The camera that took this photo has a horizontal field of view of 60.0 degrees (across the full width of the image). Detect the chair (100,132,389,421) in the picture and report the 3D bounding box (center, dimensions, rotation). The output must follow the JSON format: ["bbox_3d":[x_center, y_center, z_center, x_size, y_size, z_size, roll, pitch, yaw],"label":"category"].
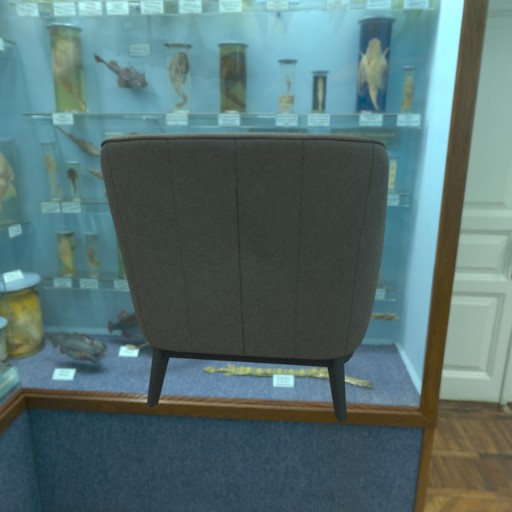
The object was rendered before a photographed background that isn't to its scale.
[{"bbox_3d":[0.000,0.000,1.544,0.871,0.830,0.852,2,16,7],"label":"chair"}]
